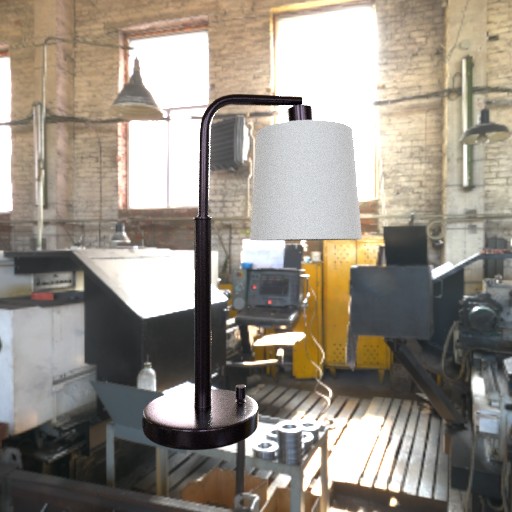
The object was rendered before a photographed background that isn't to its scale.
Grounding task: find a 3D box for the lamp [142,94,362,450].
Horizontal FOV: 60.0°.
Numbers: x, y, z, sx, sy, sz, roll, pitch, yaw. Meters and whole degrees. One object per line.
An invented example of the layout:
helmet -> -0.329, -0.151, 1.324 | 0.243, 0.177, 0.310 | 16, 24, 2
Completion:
lamp -> 0.000, 0.000, 0.663 | 0.333, 0.489, 0.171 | 0, 1, -19
